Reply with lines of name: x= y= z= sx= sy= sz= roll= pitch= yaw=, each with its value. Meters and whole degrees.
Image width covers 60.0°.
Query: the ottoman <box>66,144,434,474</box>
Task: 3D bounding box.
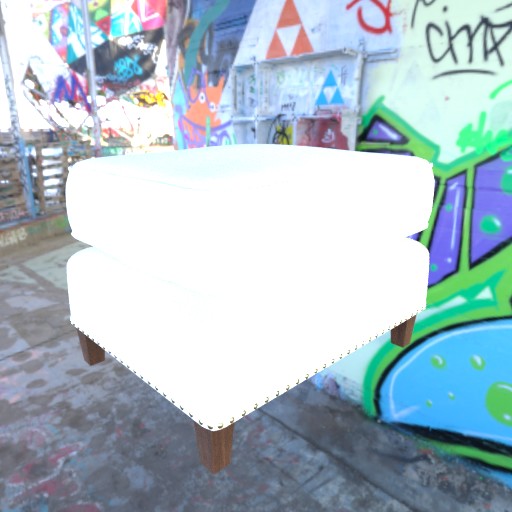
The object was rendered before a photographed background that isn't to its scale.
ottoman: x=0.000 y=0.000 z=1.094 sx=0.738 sy=0.537 sz=0.589 roll=-15 pitch=23 yaw=-41
